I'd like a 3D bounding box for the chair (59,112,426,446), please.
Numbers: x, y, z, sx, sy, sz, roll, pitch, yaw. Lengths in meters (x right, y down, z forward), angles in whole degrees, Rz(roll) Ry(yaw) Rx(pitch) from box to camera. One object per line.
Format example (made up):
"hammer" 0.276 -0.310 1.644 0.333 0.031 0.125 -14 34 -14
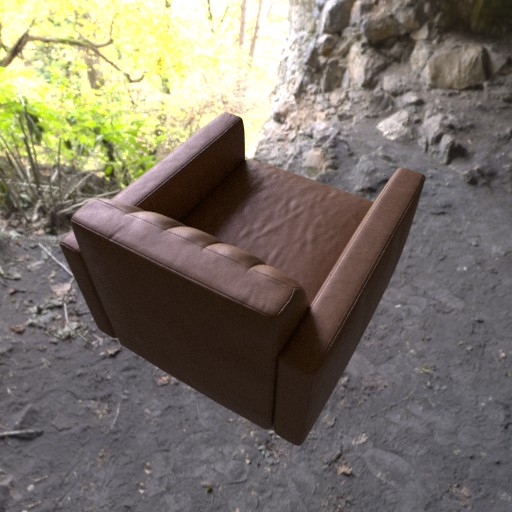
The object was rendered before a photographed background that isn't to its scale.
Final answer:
"chair" 0.000 0.000 1.690 0.953 0.819 0.998 24 51 20
